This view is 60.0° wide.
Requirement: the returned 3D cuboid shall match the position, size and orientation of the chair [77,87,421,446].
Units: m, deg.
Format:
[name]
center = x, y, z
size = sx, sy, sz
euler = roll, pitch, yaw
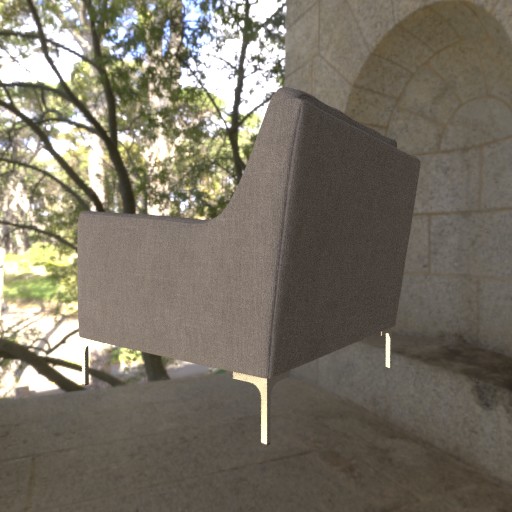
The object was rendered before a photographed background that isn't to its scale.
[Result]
[chair]
center = 0.000, 0.000, 1.496
size = 0.849, 0.828, 0.847
euler = 1, 2, 37
